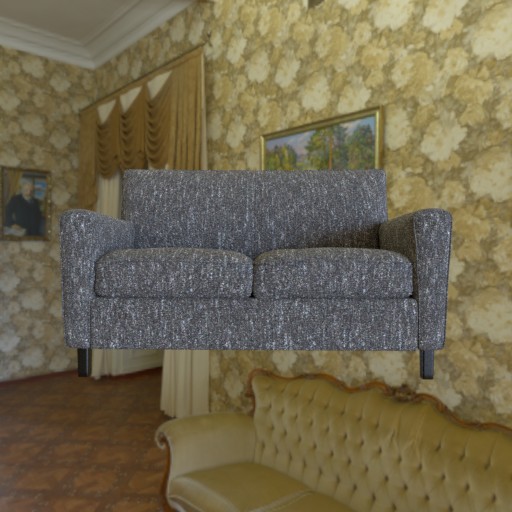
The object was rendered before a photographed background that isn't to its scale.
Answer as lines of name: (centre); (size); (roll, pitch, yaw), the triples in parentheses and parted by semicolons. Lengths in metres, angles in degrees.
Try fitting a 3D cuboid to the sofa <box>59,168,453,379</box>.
sofa: (0.000, 0.000, 2.084); (1.519, 0.946, 0.801); (0, 1, 1)
